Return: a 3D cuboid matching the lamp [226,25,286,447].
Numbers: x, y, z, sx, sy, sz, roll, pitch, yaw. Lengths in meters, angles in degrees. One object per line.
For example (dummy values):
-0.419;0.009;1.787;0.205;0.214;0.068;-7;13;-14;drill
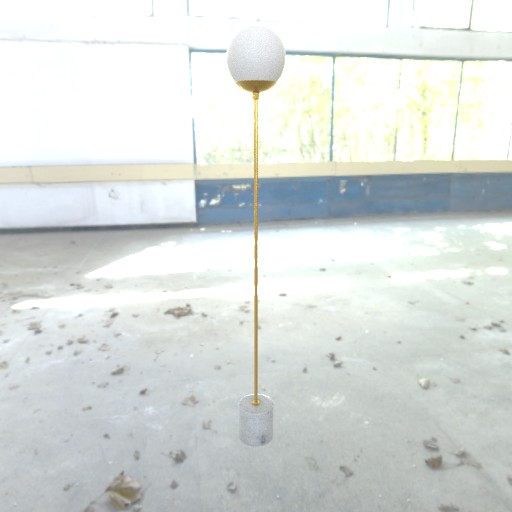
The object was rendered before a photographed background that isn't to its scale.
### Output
0.000;0.000;1.857;0.224;1.753;0.224;-2;15;-9;lamp
